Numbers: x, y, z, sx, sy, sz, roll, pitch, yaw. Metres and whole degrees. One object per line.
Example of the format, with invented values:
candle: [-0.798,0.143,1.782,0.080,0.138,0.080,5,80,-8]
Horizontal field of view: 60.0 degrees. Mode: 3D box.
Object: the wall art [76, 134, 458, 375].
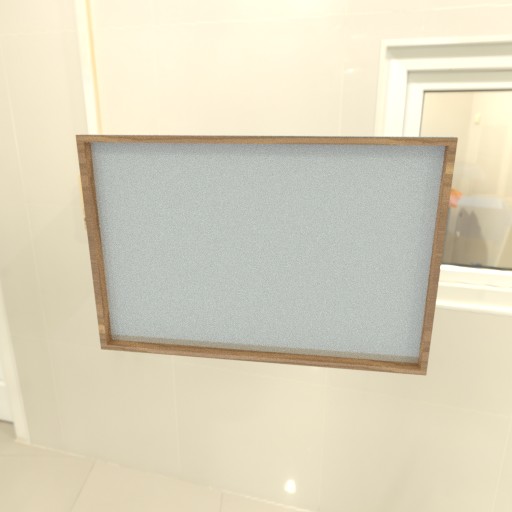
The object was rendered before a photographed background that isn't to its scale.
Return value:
wall art: [0.000,0.000,1.155,0.911,0.605,0.037,3,18,8]
